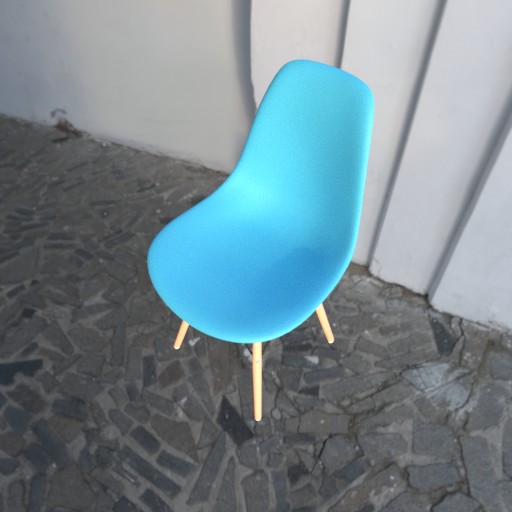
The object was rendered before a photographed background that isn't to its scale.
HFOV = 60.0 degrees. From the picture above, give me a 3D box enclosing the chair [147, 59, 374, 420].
[{"bbox_3d":[0.000,0.000,1.166,0.470,0.826,0.531,33,55,27],"label":"chair"}]
